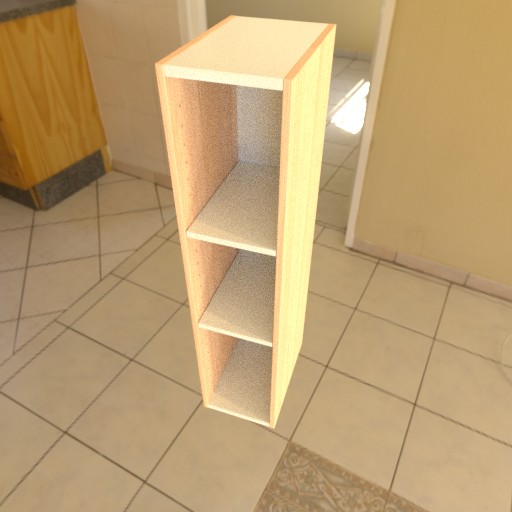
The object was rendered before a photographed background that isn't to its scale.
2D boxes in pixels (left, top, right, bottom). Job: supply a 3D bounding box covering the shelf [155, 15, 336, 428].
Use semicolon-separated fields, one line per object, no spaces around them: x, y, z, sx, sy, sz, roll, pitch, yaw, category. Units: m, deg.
0.000;0.000;0.978;0.197;0.882;0.290;12;42;14;shelf
